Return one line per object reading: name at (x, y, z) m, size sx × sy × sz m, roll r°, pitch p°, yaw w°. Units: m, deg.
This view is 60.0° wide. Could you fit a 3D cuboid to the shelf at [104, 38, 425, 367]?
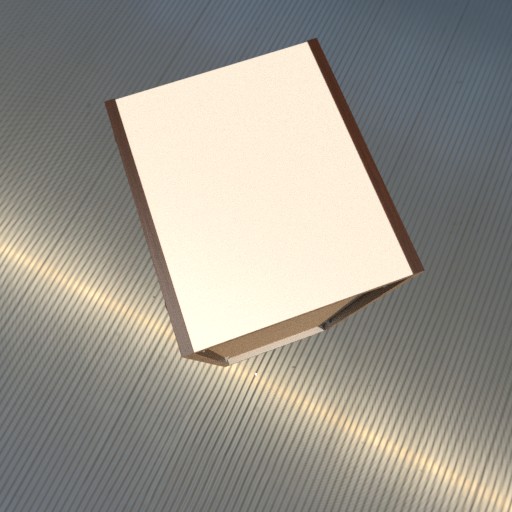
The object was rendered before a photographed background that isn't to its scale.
shelf at (0.000, 0.000, 0.750) m, size 0.253 × 0.600 × 0.290 m, roll -19°, pitch 76°, yaw -5°
